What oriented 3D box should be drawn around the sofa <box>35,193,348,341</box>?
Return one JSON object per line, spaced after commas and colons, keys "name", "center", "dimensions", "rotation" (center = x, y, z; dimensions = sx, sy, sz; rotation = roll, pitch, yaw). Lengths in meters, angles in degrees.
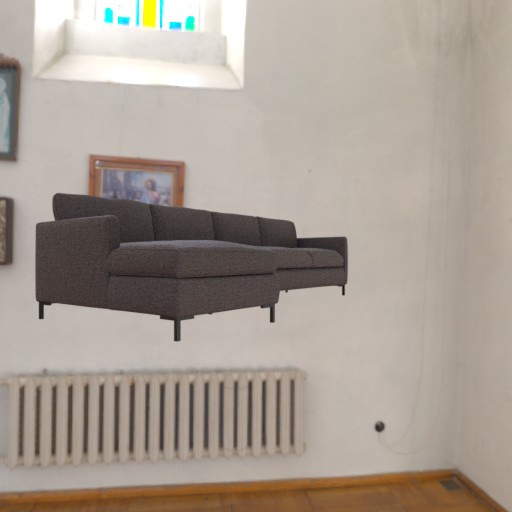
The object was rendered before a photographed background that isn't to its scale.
{"name": "sofa", "center": [0.000, 0.000, 3.295], "dimensions": [1.258, 0.754, 2.731], "rotation": [0, 0, 37]}
